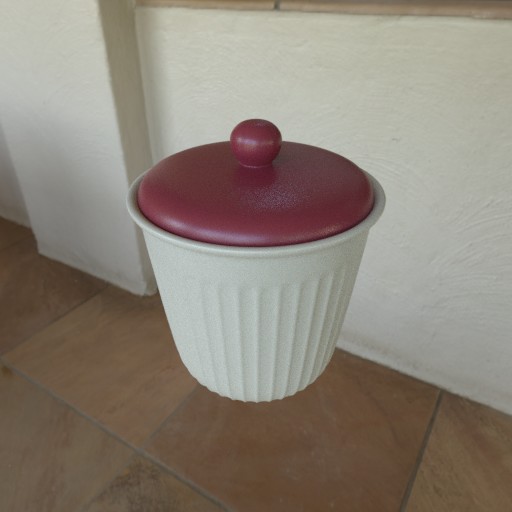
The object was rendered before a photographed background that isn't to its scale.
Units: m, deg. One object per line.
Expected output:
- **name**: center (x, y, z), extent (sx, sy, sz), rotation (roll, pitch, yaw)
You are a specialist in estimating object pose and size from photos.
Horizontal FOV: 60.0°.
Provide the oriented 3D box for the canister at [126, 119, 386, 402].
- **canister**: center (0.000, 0.000, 0.348), extent (0.181, 0.211, 0.181), rotation (0, 32, 0)
